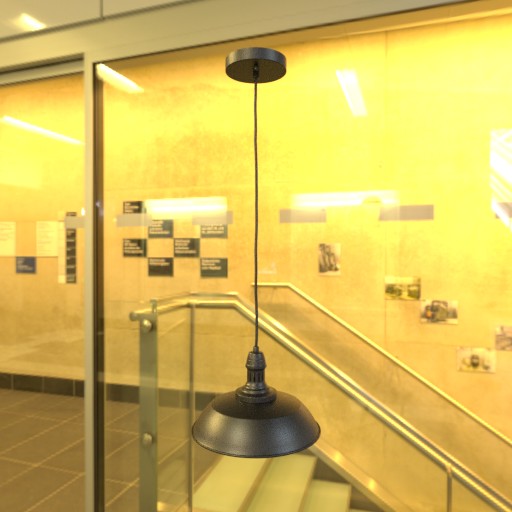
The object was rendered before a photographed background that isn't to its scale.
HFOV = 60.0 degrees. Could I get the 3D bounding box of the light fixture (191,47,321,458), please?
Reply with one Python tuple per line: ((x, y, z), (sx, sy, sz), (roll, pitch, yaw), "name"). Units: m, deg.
((0.000, 0.000, 1.135), (0.331, 0.993, 0.331), (0, 1, 0), "light fixture")
